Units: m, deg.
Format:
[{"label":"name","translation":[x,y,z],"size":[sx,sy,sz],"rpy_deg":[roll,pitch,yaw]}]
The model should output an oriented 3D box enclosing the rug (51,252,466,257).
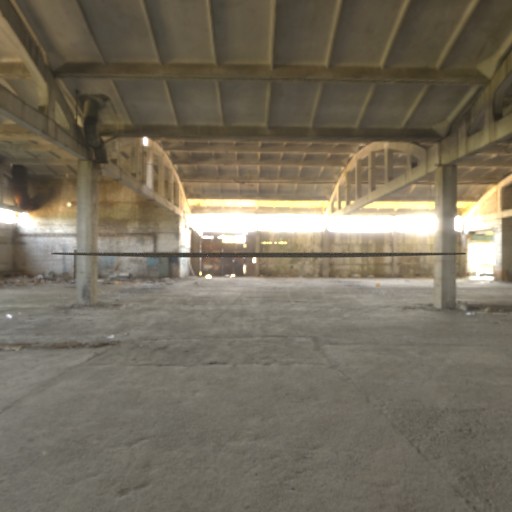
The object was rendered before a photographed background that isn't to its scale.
[{"label":"rug","translation":[0.000,0.000,4.112],"size":[2.434,0.013,3.057],"rpy_deg":[0,-1,-1]}]
